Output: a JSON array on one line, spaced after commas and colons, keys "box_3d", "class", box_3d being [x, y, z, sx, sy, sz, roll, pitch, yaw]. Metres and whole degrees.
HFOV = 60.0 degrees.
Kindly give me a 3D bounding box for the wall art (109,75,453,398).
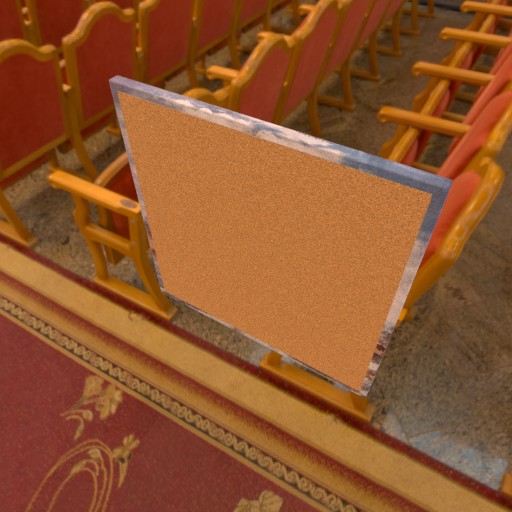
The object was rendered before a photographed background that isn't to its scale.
[{"box_3d": [0.000, 0.000, 1.530, 1.010, 1.020, 0.040, 24, 51, 21], "class": "wall art"}]
